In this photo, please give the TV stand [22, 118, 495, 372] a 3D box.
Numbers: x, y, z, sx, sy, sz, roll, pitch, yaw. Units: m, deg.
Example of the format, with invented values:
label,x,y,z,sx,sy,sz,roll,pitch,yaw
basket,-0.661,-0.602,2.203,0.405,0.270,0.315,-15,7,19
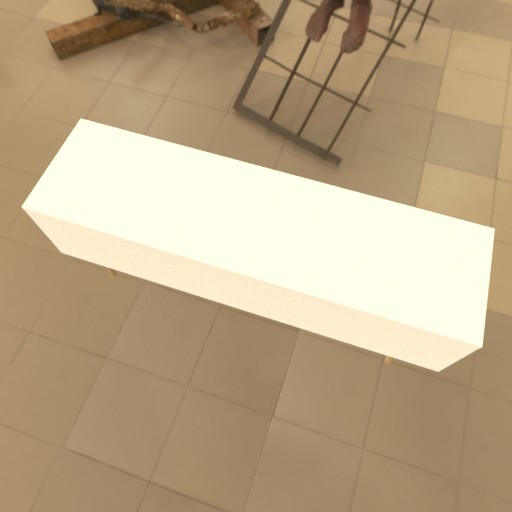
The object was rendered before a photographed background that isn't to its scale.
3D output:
label,x,y,z,sx,sy,sz,roll,pitch,yaw
TV stand,0.000,0.000,1.609,1.398,0.560,0.401,17,65,8
